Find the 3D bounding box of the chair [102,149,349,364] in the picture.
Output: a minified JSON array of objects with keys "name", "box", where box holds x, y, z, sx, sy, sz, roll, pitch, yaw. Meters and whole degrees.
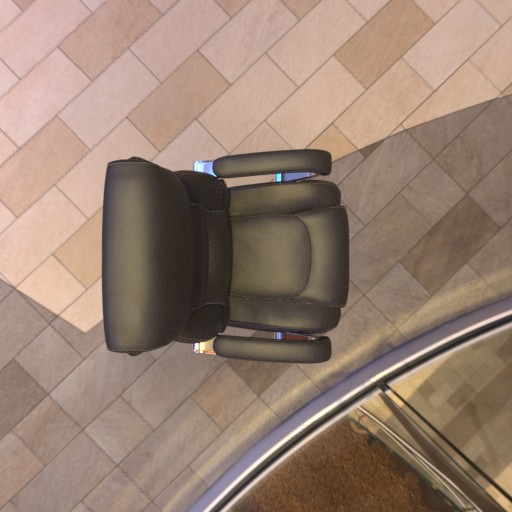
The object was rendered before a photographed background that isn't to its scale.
[{"name":"chair","box":[0.000,0.000,1.674,0.790,1.183,0.755,0,90,-1]}]
